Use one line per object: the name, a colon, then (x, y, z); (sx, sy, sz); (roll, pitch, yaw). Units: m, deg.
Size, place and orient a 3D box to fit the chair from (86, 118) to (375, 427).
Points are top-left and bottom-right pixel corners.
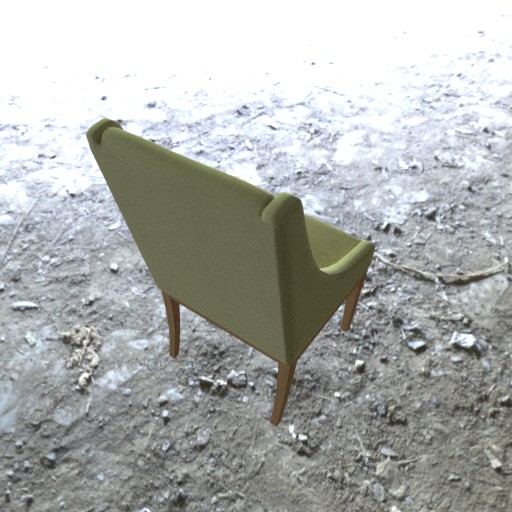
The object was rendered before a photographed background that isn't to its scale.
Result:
chair: (0.000, 0.000, 1.417); (0.575, 1.021, 0.611); (27, 51, 23)
